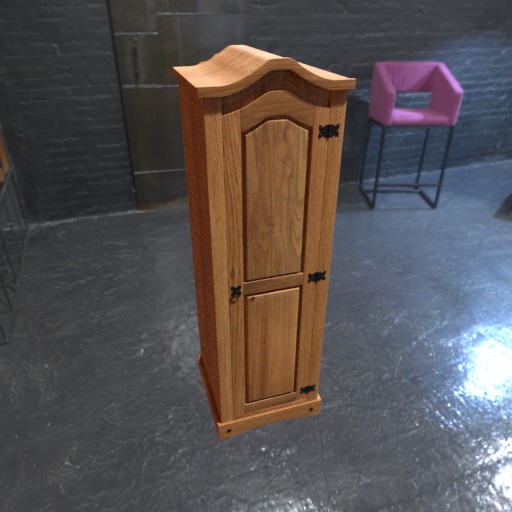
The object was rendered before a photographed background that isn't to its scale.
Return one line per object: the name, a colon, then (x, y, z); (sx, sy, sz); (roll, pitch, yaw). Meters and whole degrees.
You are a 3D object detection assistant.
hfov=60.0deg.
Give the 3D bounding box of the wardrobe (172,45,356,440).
wardrobe: (0.000, 0.000, 2.210); (0.590, 1.870, 0.570); (-9, 31, -15)
